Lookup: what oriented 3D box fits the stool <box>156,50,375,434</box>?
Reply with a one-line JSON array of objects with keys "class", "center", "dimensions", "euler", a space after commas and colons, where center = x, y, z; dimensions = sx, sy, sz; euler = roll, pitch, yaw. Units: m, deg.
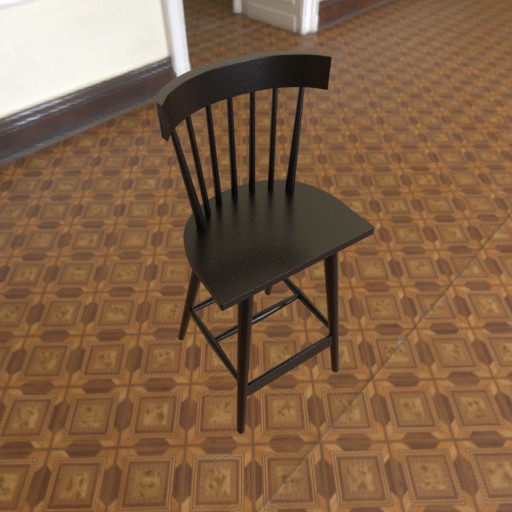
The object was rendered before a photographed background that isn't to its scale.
[{"class": "stool", "center": [0.000, 0.000, 1.353], "dimensions": [0.482, 1.092, 0.483], "euler": [-25, 51, -23]}]
